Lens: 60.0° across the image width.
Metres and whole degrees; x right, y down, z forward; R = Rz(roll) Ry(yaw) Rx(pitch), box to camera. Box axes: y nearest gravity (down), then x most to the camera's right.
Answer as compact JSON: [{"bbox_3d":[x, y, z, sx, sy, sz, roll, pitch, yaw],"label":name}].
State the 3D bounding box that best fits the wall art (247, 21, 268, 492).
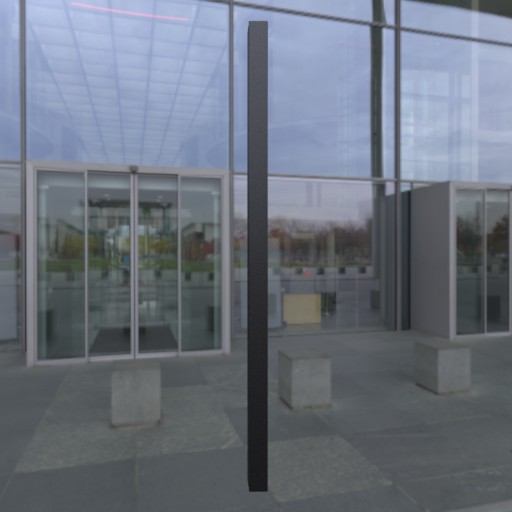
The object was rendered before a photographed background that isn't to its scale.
[{"bbox_3d":[0.000,0.000,1.596,0.053,1.194,0.950,0,0,0],"label":"wall art"}]
